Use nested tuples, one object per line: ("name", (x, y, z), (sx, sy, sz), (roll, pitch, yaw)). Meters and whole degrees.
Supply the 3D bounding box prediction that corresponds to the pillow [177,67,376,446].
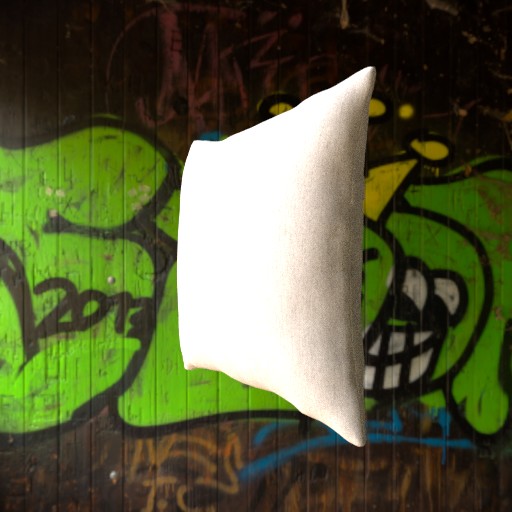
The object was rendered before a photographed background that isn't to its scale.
("pillow", (0.000, 0.000, 0.675), (0.173, 0.436, 0.433), (0, 1, -36))
